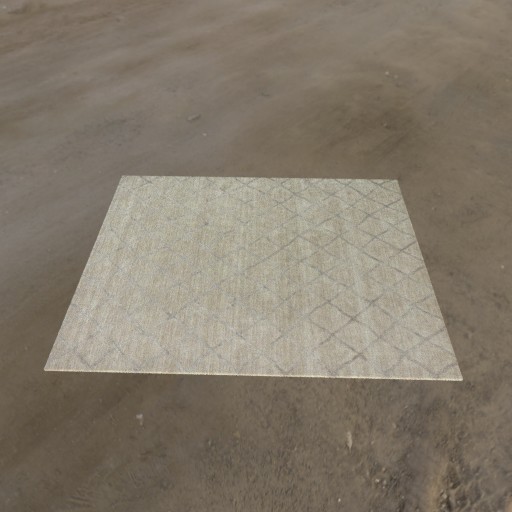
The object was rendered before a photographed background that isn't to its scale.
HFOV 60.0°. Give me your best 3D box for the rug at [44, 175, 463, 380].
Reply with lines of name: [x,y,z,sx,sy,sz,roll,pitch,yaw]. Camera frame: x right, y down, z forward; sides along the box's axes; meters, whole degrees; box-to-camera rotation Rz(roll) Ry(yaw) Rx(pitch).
rug: [0.000,0.000,4.059,3.038,0.019,2.420,1,46,1]
